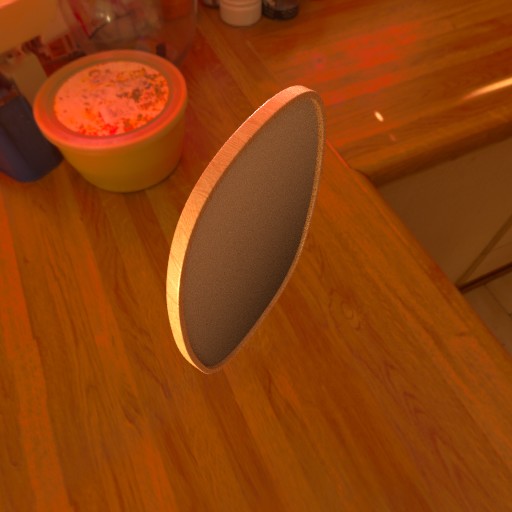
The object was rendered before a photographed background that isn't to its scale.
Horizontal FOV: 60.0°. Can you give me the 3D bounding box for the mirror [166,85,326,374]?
[{"bbox_3d":[0.000,0.000,1.382,0.037,1.075,0.724,31,63,17],"label":"mirror"}]
